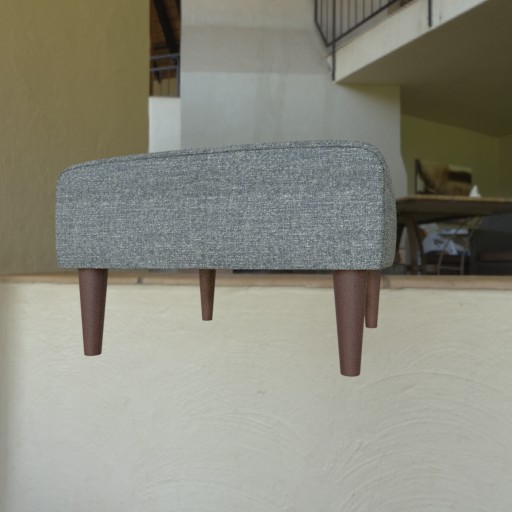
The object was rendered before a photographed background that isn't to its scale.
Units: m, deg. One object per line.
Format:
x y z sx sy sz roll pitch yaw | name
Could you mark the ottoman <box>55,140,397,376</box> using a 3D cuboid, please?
0.000 0.000 1.072 0.648 0.399 0.655 0 -1 18 | ottoman
